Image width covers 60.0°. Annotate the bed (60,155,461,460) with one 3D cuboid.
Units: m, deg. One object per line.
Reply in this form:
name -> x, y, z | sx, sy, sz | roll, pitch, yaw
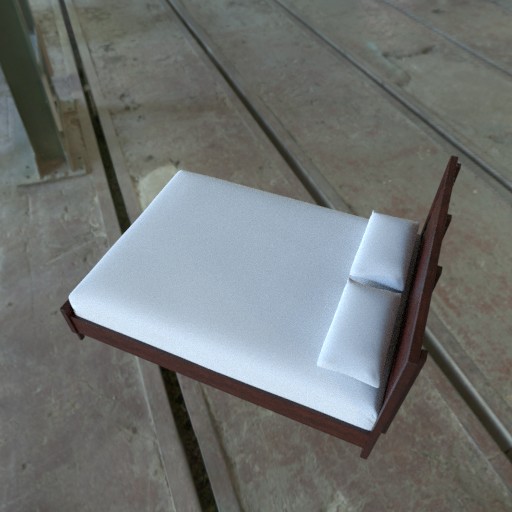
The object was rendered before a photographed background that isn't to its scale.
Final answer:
bed -> 0.000, 0.000, 3.884 | 2.803, 1.492, 2.040 | 17, 50, 15
